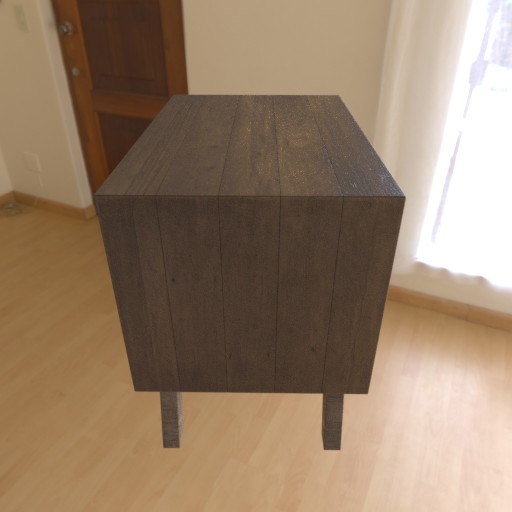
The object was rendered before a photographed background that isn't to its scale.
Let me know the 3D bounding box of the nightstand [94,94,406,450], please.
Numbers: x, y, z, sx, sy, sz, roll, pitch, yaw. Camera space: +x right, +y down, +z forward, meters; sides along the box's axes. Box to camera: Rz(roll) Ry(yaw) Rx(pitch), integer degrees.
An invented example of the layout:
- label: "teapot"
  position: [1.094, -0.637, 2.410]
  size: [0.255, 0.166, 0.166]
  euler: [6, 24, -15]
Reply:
- label: "nightstand"
  position: [0.000, 0.000, 1.052]
  size: [0.450, 0.599, 0.650]
  euler: [0, 32, 1]
